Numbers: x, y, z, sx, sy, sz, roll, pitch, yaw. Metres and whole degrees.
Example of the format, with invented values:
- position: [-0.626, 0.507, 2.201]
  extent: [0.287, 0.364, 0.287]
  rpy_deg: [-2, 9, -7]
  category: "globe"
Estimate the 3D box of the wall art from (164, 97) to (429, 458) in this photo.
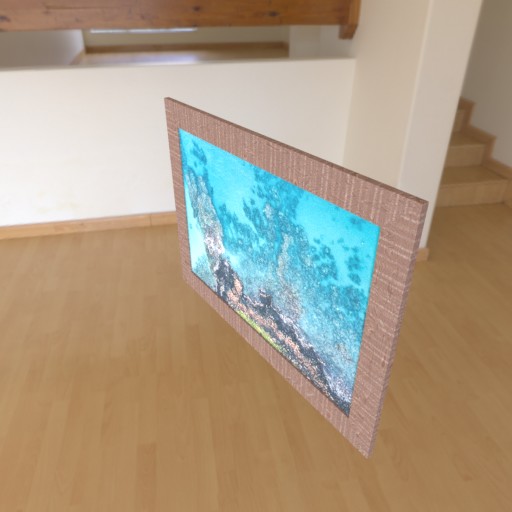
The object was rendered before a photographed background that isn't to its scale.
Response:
- position: [0.000, 0.000, 1.371]
  extent: [0.020, 0.761, 1.056]
  rpy_deg: [-21, 38, -30]
  category: "wall art"
